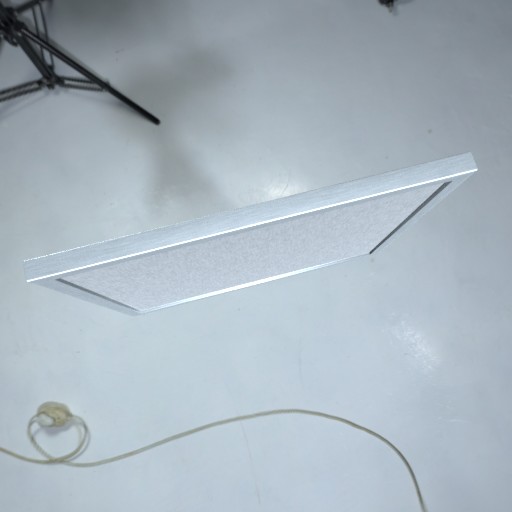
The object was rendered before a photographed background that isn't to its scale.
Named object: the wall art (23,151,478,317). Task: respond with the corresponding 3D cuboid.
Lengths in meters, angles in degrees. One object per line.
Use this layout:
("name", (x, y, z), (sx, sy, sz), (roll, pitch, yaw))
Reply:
("wall art", (0.000, 0.000, 0.752), (0.556, 0.457, 0.028), (-14, 78, -3))
